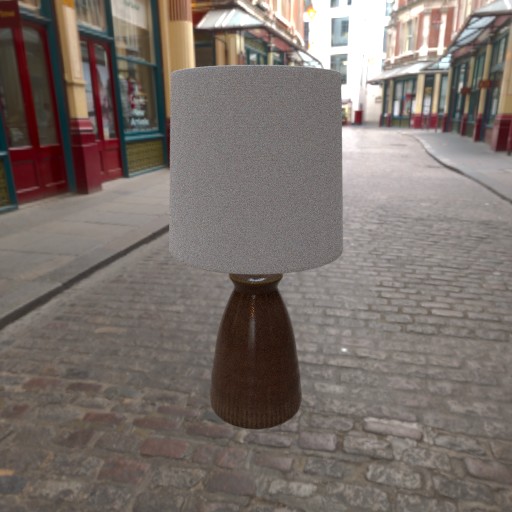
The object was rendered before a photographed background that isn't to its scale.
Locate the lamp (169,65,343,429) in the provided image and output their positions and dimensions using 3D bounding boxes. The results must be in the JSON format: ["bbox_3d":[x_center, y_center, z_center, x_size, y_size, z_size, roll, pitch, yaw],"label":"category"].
[{"bbox_3d":[0.000,0.000,0.486,0.186,0.369,0.186,0,17,0],"label":"lamp"}]
